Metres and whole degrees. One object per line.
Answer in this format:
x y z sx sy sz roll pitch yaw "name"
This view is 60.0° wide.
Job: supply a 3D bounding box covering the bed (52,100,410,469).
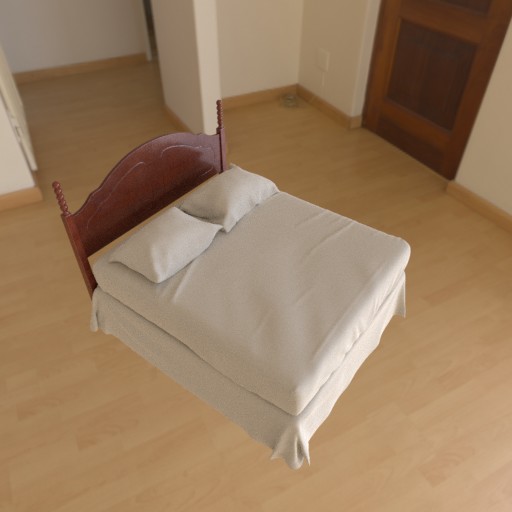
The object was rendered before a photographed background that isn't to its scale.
0.000 0.000 3.288 2.040 1.356 1.873 26 48 27 "bed"
